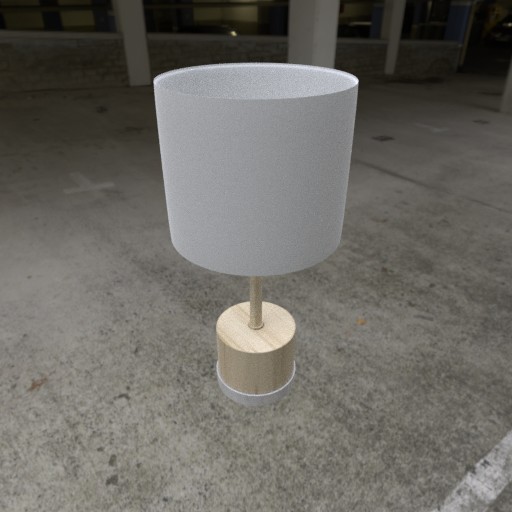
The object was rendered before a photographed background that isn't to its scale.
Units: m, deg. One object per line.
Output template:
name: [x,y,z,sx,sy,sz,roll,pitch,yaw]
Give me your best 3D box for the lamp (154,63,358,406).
lamp: [0.000,0.000,0.621,0.229,0.470,0.229,-21,37,-31]
